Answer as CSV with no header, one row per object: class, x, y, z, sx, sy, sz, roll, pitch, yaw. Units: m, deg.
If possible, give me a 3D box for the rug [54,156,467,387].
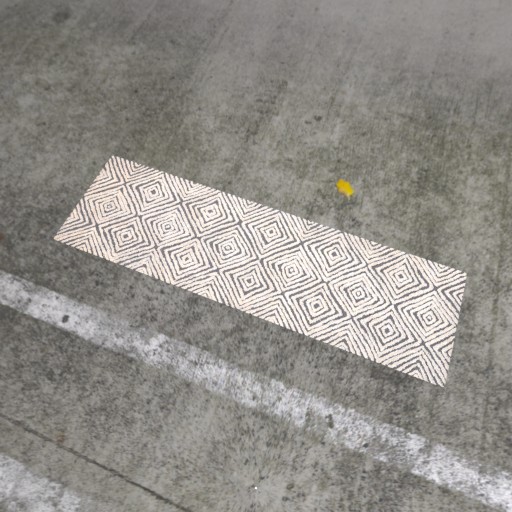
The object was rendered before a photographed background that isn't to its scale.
rug,0.000,0.000,2.533,2.277,0.008,0.676,20,64,10
